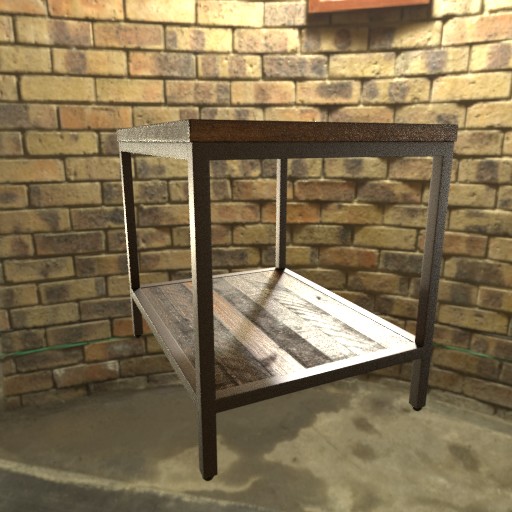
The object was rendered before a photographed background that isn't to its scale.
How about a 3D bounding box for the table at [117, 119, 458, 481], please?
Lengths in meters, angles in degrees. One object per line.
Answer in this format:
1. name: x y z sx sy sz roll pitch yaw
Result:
1. table: 0.000 0.000 1.098 0.524 0.612 0.678 -7 16 -24
